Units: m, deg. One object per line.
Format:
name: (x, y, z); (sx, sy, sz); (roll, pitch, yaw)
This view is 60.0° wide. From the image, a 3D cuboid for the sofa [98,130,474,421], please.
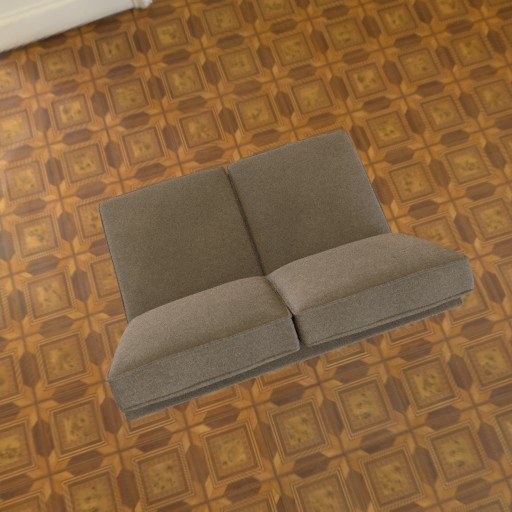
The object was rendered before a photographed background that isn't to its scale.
sofa: (0.000, 0.000, 1.922); (1.237, 1.008, 0.951); (-18, 76, -4)
